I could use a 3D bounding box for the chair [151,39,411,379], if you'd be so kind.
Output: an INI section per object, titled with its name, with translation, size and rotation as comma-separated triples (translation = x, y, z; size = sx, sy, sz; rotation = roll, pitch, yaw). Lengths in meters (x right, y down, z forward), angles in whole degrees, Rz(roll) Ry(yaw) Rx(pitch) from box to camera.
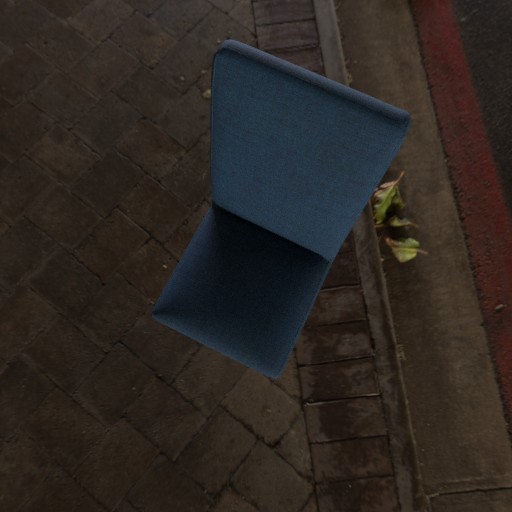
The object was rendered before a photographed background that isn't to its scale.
[chair]
translation = 0.000, 0.000, 1.353
size = 0.450, 1.029, 0.610
rotation = 25, 77, 6
